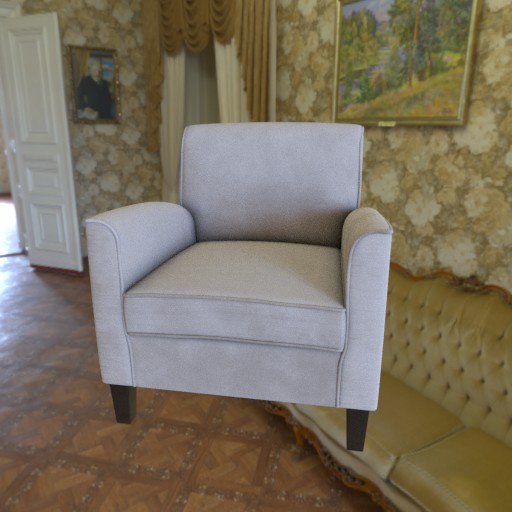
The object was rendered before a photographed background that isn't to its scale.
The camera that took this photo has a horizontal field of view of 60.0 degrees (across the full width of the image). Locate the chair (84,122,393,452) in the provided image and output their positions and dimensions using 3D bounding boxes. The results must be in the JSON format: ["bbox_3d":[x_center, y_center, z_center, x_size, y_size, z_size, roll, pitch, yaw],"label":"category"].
[{"bbox_3d":[0.000,0.000,1.551,0.820,0.915,0.821,3,16,10],"label":"chair"}]
